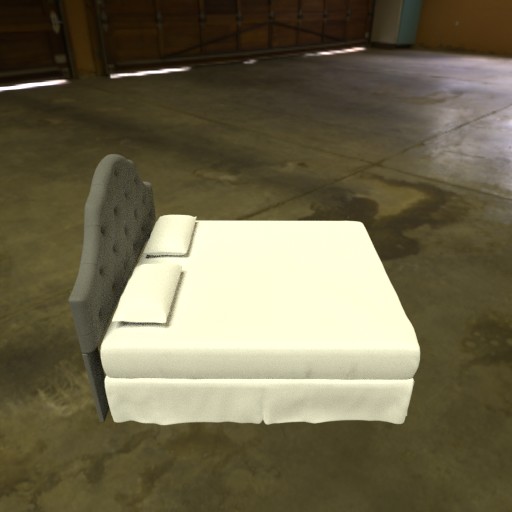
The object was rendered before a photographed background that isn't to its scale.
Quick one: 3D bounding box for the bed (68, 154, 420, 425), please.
[{"bbox_3d":[0.000,0.000,3.584,2.214,1.615,2.008,0,30,0],"label":"bed"}]
